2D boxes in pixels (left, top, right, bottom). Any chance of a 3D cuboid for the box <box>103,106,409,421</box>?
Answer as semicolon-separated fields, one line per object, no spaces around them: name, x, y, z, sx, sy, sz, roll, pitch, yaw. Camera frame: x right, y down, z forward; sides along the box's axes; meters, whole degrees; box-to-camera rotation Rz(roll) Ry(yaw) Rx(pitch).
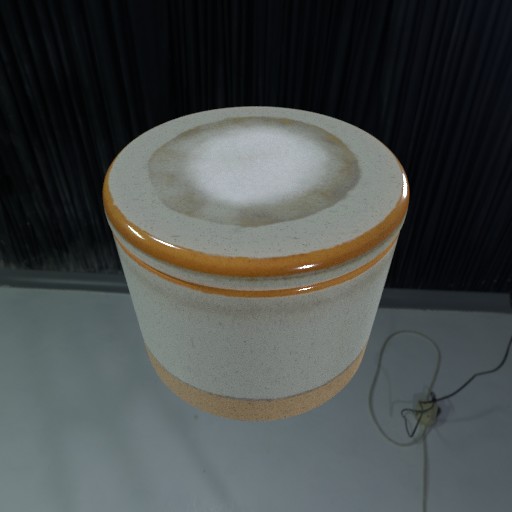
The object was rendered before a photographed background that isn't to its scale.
box;0.000;0.000;0.212;0.123;0.100;0.123;0;41;0
